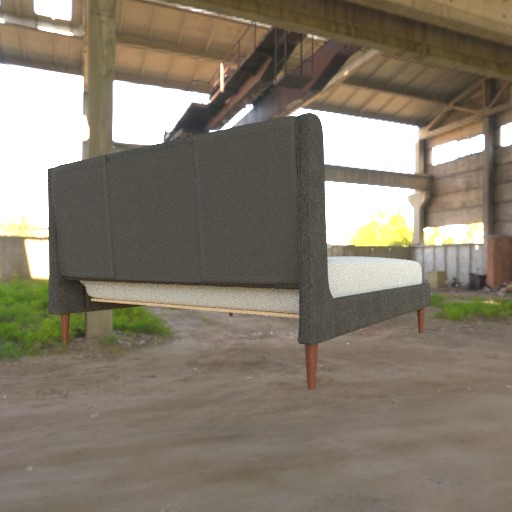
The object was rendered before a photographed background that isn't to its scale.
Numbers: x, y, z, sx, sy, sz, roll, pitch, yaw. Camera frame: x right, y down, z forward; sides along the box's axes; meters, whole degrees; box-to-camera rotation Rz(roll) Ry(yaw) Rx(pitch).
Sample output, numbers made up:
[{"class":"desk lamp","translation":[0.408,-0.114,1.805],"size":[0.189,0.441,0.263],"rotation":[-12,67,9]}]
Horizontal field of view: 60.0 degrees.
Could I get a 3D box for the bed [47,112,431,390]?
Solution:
[{"class":"bed","translation":[0.000,0.000,2.533],"size":[1.531,0.933,1.638],"rotation":[0,-1,35]}]
